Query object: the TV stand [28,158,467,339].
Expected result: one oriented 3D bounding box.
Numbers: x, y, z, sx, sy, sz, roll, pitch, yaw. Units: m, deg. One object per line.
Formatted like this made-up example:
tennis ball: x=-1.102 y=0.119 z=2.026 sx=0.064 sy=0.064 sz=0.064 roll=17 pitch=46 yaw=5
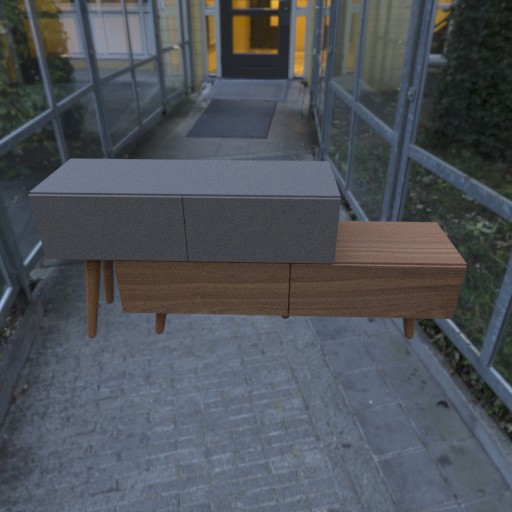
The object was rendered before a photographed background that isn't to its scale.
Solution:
TV stand: x=0.000 y=0.000 z=1.574 sx=1.336 sy=0.591 sz=0.329 roll=1 pitch=30 yaw=2
